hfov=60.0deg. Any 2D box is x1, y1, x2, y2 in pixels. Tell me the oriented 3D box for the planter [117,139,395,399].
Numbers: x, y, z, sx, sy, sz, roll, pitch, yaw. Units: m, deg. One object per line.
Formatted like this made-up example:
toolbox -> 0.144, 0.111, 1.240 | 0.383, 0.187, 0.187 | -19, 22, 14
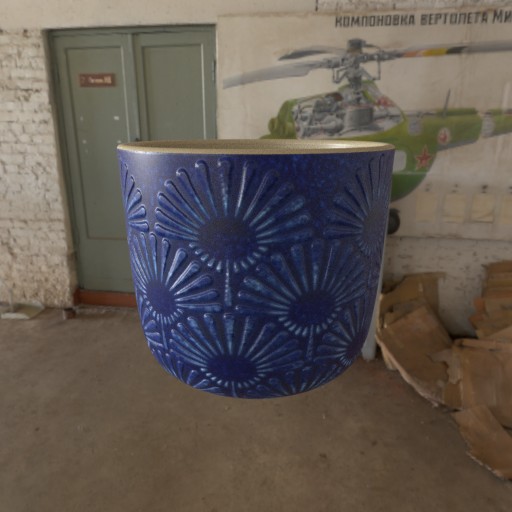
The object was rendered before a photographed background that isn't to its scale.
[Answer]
planter -> 0.000, 0.000, 0.221 | 0.124, 0.109, 0.124 | 0, 16, 0
